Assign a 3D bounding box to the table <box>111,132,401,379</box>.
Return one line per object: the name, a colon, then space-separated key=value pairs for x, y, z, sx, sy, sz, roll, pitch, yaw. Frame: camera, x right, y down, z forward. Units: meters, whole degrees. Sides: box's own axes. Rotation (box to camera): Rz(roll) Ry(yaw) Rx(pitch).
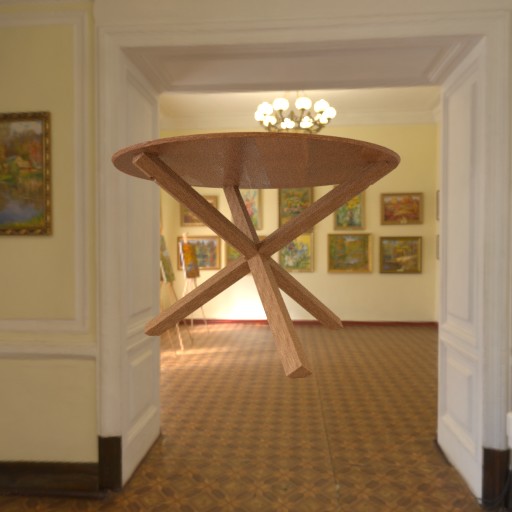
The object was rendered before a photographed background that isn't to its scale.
table: x=0.000 y=0.000 z=1.677 sx=1.038 sy=0.666 sz=1.038 roll=0 pitch=1 yaw=0
